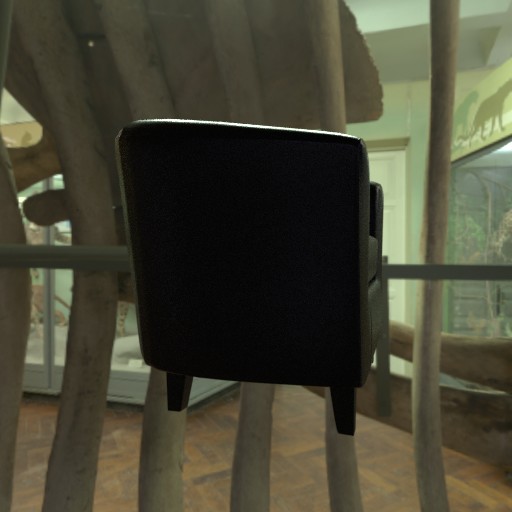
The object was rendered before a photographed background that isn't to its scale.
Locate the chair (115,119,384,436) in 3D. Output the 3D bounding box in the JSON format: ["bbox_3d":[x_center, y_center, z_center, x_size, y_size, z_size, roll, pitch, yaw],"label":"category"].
[{"bbox_3d":[0.000,0.000,1.361,0.727,0.756,0.793,0,1,19],"label":"chair"}]
